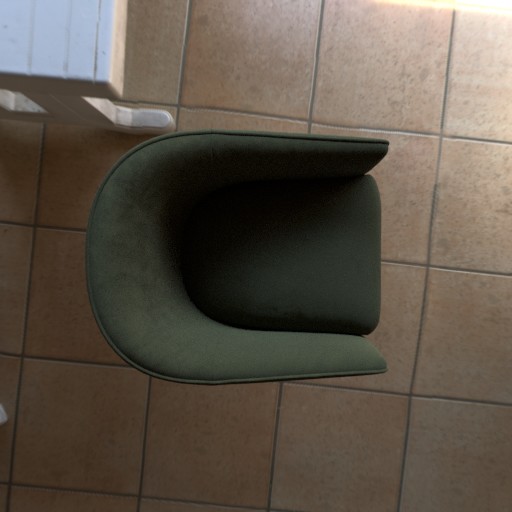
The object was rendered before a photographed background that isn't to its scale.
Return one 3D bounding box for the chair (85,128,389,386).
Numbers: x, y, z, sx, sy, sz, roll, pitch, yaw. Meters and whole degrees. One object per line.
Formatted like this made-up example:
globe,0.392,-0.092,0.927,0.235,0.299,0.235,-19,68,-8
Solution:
chair,0.000,0.000,1.504,0.875,0.799,0.747,0,91,0
